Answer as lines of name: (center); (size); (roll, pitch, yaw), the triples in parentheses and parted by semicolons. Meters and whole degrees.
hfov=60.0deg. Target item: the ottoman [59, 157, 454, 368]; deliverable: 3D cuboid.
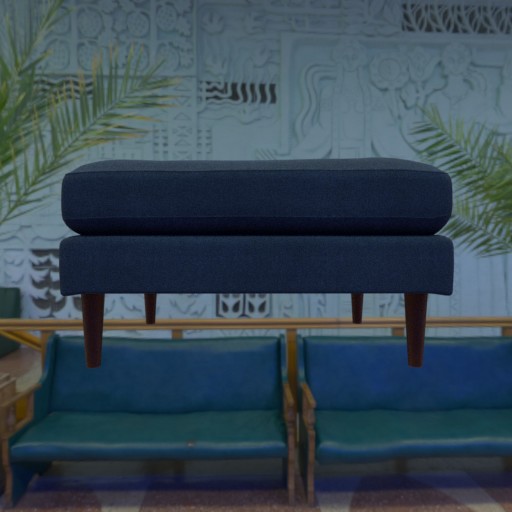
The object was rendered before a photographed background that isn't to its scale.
ottoman: (0.000, 0.000, 1.244); (0.821, 0.474, 0.693); (0, 1, 0)
